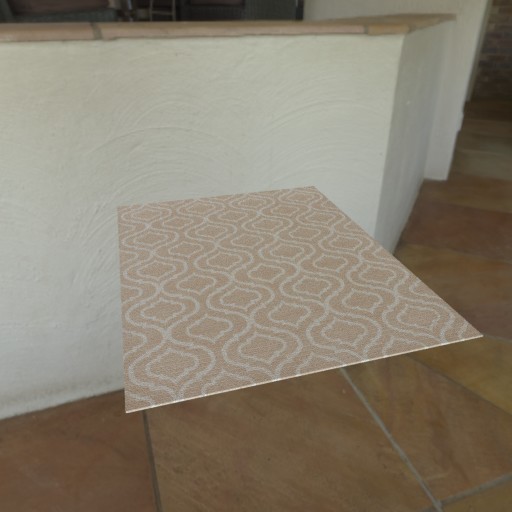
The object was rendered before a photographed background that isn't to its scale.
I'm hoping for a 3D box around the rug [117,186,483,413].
[{"bbox_3d":[0.000,0.000,3.858,2.286,0.013,2.894,-8,30,-14],"label":"rug"}]
